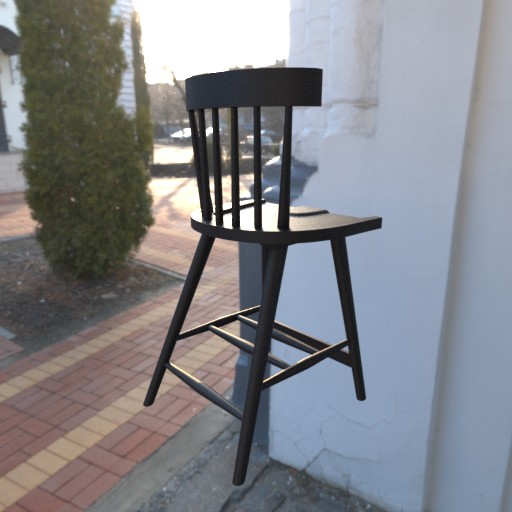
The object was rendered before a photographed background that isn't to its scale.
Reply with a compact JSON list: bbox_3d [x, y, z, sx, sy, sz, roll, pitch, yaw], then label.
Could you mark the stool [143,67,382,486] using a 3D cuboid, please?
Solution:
[{"bbox_3d":[0.000,0.000,1.272,0.549,0.953,0.494,-14,21,-41],"label":"stool"}]
